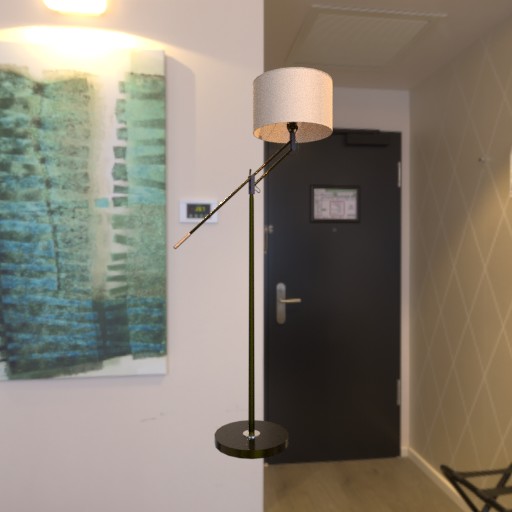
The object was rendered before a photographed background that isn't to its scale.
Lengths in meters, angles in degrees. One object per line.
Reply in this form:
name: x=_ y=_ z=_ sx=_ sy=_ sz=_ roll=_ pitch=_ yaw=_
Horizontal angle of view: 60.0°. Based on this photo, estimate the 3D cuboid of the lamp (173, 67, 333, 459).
lamp: x=0.000 y=0.000 z=1.962 sx=0.809 sy=1.635 sz=0.373 roll=0 pitch=0 yaw=-38
